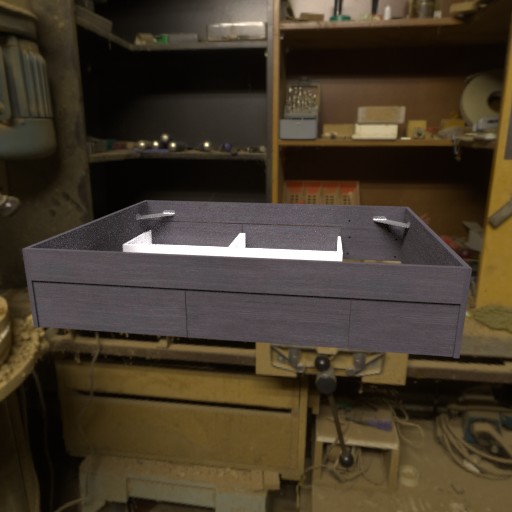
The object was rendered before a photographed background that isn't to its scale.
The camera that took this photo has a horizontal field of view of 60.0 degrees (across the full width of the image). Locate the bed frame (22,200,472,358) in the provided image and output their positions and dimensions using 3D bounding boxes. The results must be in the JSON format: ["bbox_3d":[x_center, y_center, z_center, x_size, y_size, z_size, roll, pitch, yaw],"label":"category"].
[{"bbox_3d":[0.000,0.000,2.629,1.944,0.459,1.448,2,16,8],"label":"bed frame"}]
